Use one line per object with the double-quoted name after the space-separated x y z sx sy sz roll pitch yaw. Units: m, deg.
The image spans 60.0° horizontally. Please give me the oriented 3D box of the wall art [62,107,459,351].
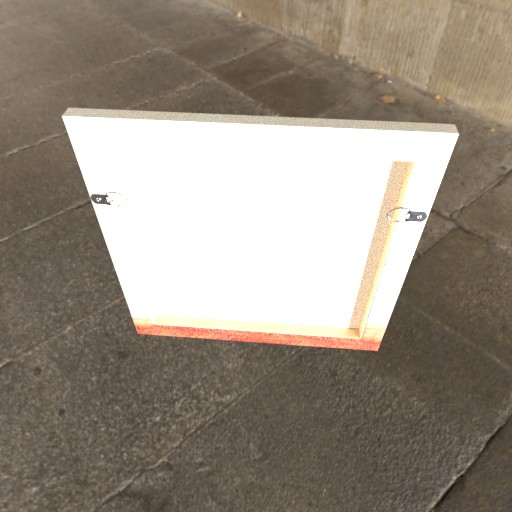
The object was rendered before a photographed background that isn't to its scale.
0.000 0.000 1.131 0.760 0.760 0.042 3 47 3 "wall art"
